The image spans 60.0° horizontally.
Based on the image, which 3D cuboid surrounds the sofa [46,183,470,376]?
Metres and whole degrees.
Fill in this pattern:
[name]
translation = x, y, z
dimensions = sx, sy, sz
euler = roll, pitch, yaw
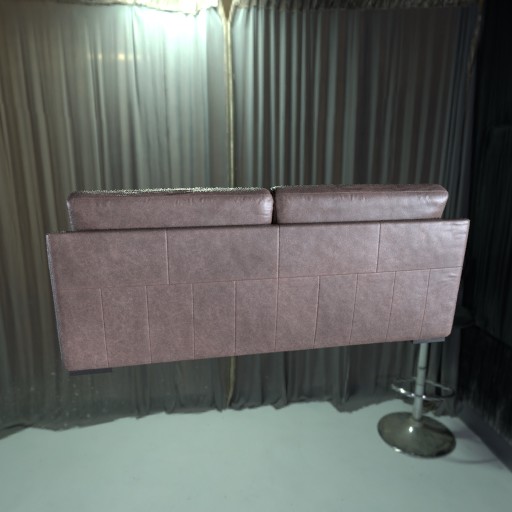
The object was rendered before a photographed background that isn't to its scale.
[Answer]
[sofa]
translation = 0.000, 0.000, 2.820
dimensions = 2.261, 0.941, 1.143
euler = -3, 14, -11
